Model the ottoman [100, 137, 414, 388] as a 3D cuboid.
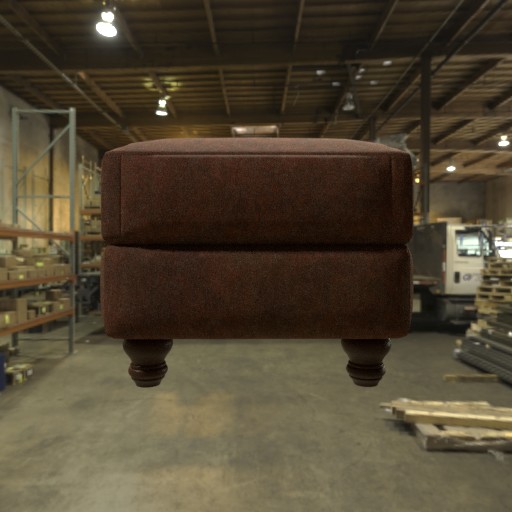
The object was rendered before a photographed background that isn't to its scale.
[{"bbox_3d":[0.000,0.000,1.176,0.635,0.508,0.787,0,0,0],"label":"ottoman"}]
